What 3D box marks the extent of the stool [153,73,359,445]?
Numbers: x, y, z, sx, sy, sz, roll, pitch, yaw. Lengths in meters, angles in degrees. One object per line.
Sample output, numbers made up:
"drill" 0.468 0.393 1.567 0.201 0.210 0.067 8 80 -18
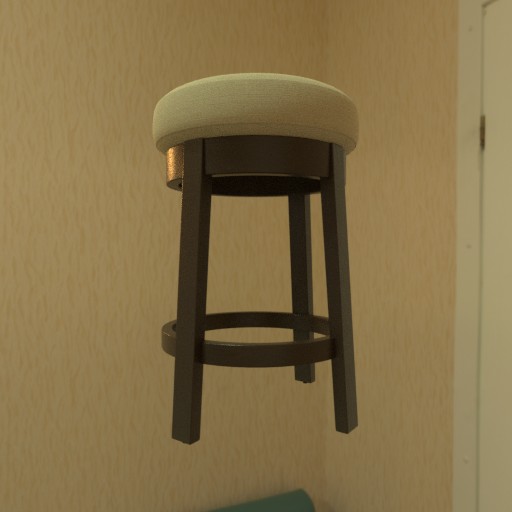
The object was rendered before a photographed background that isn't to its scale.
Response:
"stool" 0.000 0.000 0.952 0.449 0.655 0.449 0 1 0
